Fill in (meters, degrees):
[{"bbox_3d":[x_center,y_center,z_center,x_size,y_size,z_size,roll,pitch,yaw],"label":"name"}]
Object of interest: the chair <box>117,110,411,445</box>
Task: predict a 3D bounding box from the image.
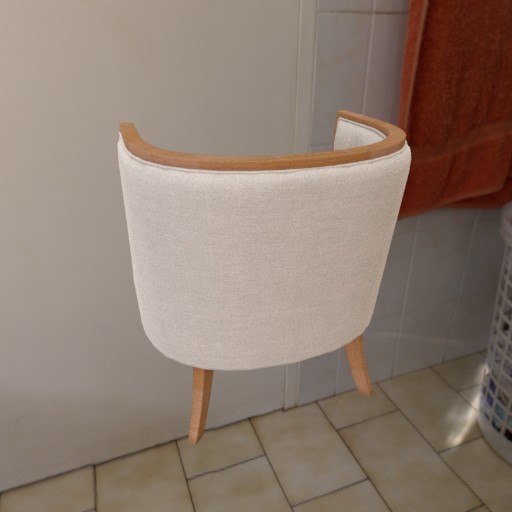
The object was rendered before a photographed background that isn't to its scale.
[{"bbox_3d":[0.000,0.000,1.337,0.711,0.775,0.757,-9,28,-17],"label":"chair"}]
